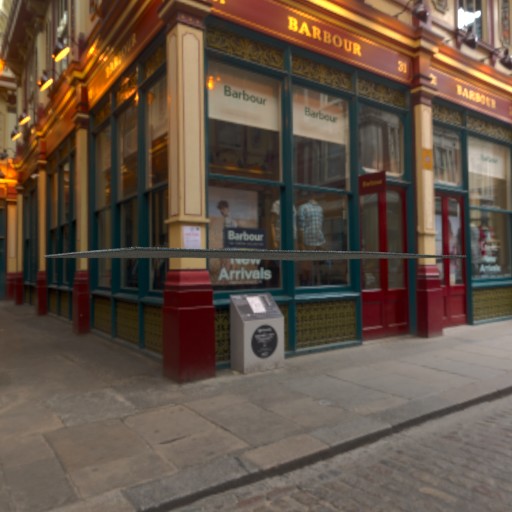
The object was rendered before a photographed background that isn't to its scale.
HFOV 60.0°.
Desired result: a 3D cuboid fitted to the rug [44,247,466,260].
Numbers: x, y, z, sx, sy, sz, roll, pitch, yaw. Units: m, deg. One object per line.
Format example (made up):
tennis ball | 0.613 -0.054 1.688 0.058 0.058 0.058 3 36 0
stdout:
rug | 0.000 0.000 2.897 2.260 0.026 1.611 1 -2 -36
